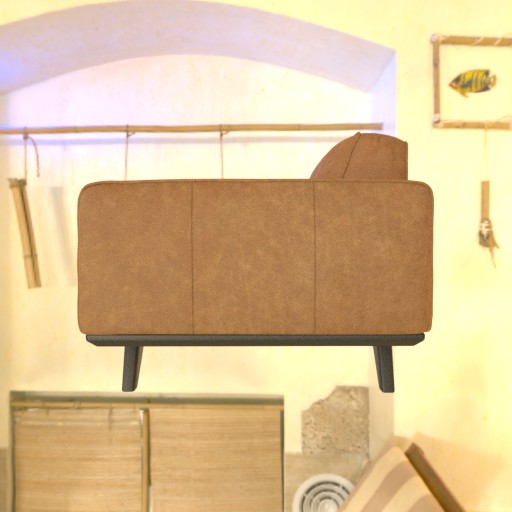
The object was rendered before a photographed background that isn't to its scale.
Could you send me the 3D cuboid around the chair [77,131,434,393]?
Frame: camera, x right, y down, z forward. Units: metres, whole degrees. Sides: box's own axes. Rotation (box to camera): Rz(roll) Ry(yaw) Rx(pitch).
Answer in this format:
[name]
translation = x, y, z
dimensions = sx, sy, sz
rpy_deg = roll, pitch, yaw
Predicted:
[chair]
translation = 0.000, 0.000, 1.688
dimensions = 0.952, 0.782, 1.118
rpy_deg = 0, 1, 1
